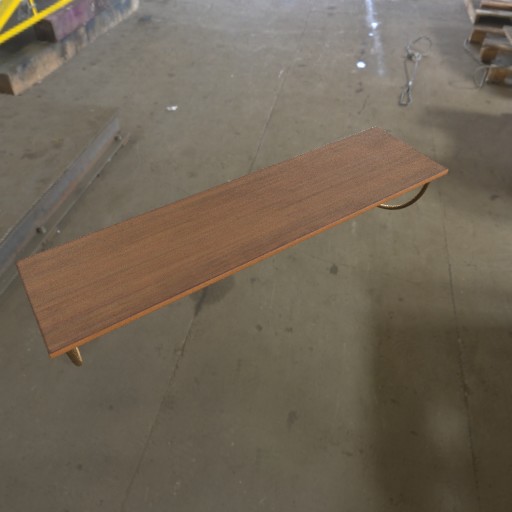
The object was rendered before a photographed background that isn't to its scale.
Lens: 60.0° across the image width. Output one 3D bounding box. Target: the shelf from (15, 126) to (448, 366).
[{"bbox_3d":[0.000,0.000,0.712,0.636,0.190,0.166,-25,51,-22],"label":"shelf"}]
